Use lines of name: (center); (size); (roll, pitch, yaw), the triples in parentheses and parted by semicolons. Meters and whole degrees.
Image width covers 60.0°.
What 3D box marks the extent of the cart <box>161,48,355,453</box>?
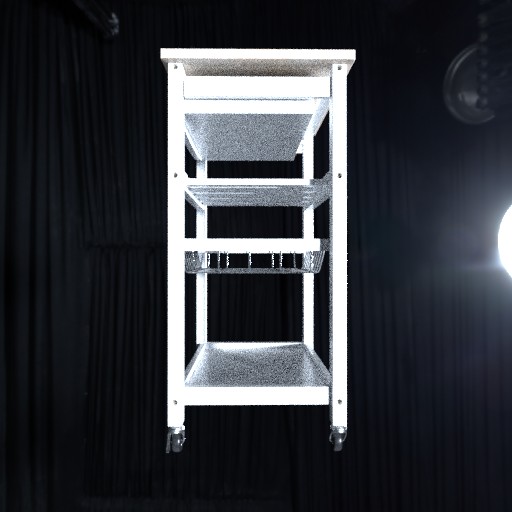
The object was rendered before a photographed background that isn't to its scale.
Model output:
cart: (0.000, 0.000, 1.207); (0.406, 0.857, 0.578); (0, 0, -1)
